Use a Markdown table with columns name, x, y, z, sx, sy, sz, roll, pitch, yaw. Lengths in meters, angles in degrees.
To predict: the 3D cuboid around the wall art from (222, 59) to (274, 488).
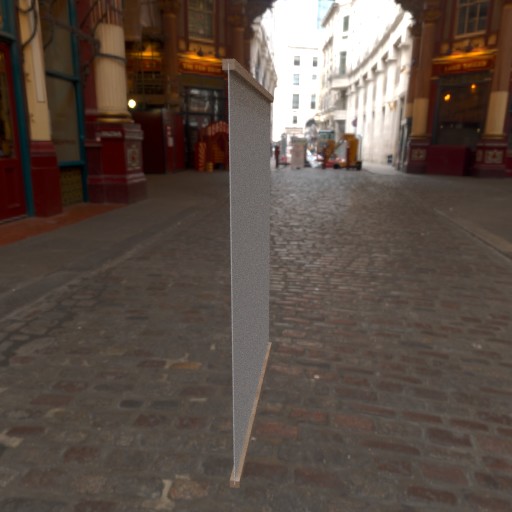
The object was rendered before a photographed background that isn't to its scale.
| name | x | y | z | sx | sy | sz | roll | pitch | yaw |
| --- | --- | --- | --- | --- | --- | --- | --- | --- | --- |
| wall art | 0.000 | 0.000 | 0.697 | 0.012 | 0.508 | 0.405 | 2 | 15 | 8 |
